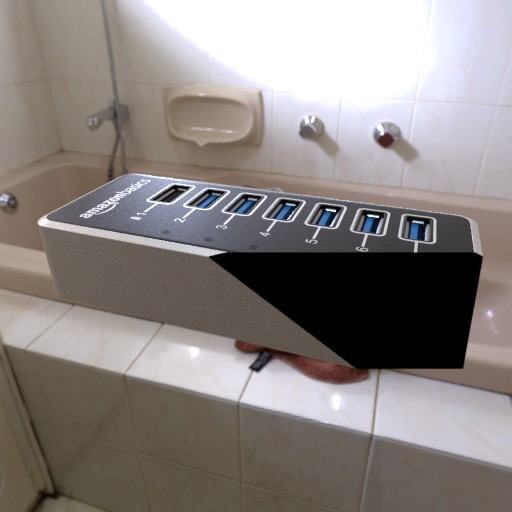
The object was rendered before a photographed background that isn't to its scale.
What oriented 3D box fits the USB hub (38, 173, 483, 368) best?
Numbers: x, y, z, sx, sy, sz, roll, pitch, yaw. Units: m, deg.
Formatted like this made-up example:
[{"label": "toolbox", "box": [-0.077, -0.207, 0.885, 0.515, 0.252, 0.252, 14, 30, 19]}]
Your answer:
[{"label": "USB hub", "box": [0.000, 0.000, 0.122, 0.110, 0.023, 0.044, 10, 30, 18]}]
